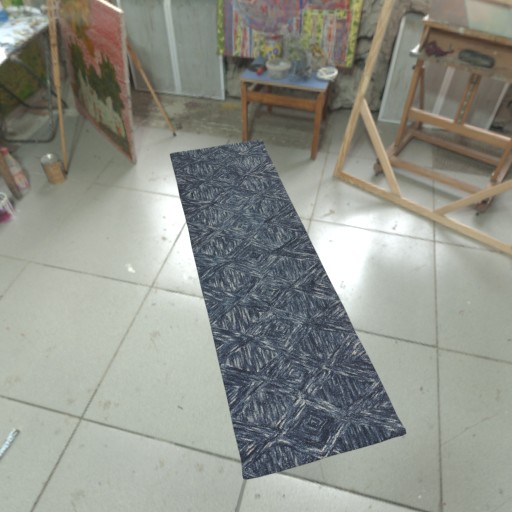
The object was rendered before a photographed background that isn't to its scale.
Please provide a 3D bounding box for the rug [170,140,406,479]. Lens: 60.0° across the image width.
[{"bbox_3d":[0.000,0.000,2.560,0.719,0.013,2.306,-11,48,-10],"label":"rug"}]
